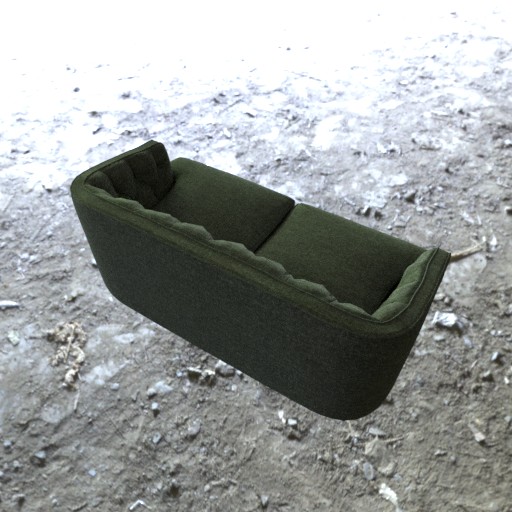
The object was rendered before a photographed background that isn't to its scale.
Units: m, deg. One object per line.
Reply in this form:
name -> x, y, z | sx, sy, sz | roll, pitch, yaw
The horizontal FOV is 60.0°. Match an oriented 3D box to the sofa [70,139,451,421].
sofa -> 0.000, 0.000, 2.292 | 1.733, 0.855, 0.941 | 24, 52, 21
